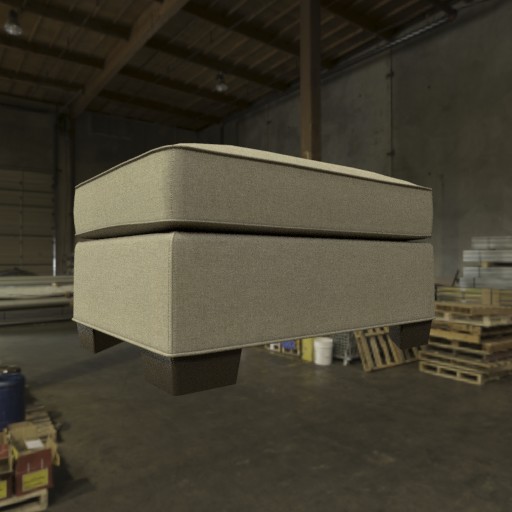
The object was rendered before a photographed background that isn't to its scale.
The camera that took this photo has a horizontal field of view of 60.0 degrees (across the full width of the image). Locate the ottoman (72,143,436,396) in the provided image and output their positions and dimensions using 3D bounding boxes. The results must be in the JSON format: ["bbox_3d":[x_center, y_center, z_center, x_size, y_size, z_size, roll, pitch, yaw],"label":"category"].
[{"bbox_3d":[0.000,0.000,1.256,0.843,0.504,0.619,0,-1,-37],"label":"ottoman"}]
